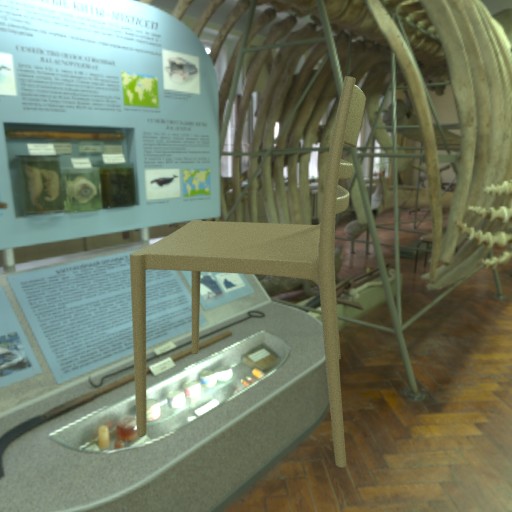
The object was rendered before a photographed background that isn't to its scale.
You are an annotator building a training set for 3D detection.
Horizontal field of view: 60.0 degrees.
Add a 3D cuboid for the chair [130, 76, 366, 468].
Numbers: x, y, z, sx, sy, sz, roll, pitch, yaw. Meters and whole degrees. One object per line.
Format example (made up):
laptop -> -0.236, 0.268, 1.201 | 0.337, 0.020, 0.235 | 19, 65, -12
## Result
chair -> 0.000, 0.000, 1.152 | 0.511, 0.800, 0.531 | 2, 14, 9
